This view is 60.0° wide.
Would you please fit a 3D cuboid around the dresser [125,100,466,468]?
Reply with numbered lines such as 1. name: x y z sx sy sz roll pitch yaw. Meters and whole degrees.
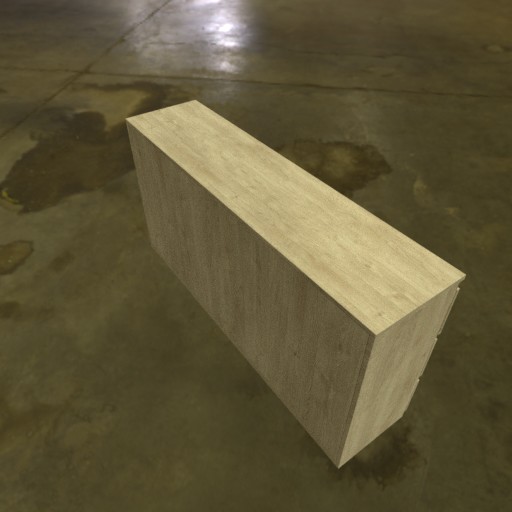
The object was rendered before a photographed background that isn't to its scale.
1. dresser: 0.000 0.000 1.964 0.390 0.795 1.590 -26 48 -26
